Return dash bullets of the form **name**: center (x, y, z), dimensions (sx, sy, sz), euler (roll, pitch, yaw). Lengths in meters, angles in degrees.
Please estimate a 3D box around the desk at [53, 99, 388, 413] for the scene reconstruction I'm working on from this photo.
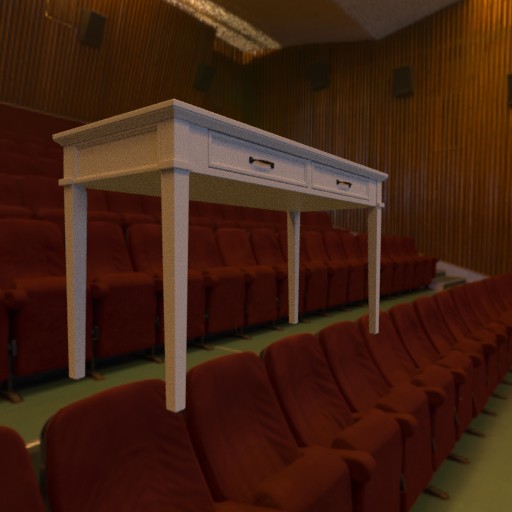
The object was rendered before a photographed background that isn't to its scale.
- **desk**: center (0.000, 0.000, 1.773), dimensions (0.559, 0.774, 1.372), euler (1, 1, 37)
